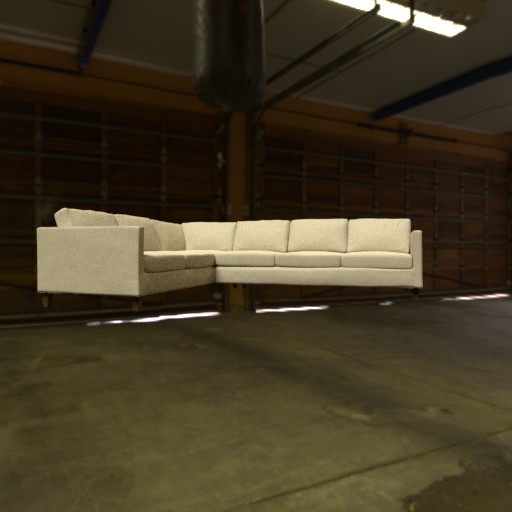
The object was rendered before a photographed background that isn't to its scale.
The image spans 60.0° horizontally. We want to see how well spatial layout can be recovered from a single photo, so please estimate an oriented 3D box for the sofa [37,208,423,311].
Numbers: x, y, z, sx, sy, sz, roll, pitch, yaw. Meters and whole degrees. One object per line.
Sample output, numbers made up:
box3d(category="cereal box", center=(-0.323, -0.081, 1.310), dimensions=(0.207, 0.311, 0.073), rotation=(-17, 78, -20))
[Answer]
box3d(category="sofa", center=(0.000, 0.000, 4.458), dimensions=(3.182, 0.863, 2.432), rotation=(0, 1, 17))
